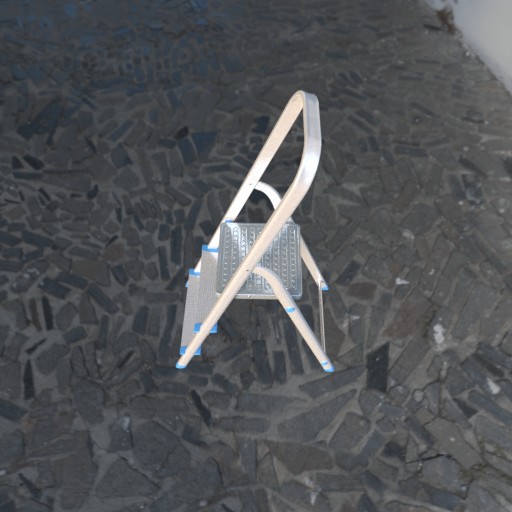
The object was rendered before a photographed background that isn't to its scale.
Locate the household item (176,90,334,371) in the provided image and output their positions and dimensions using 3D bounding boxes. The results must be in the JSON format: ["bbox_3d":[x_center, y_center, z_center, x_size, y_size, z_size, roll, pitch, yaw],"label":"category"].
[{"bbox_3d":[0.000,0.000,1.517,0.687,1.215,0.420,1,59,1],"label":"household item"}]
